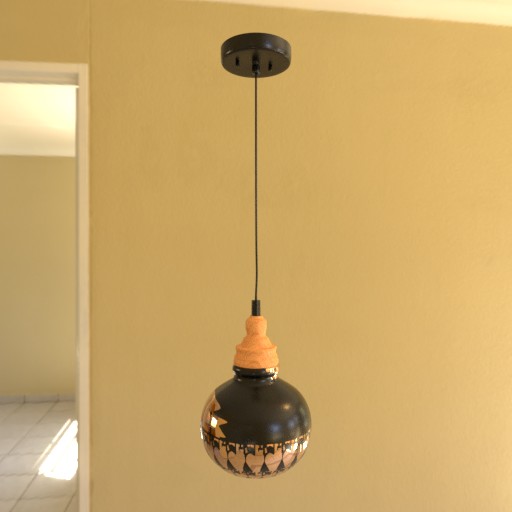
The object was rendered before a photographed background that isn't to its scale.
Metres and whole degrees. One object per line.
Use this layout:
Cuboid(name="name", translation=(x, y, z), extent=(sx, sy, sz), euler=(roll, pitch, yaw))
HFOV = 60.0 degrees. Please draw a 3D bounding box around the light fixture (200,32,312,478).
Cuboid(name="light fixture", translation=(0.000, 0.000, 1.729), extent=(0.430, 1.606, 0.430), euler=(0, 0, -17))
